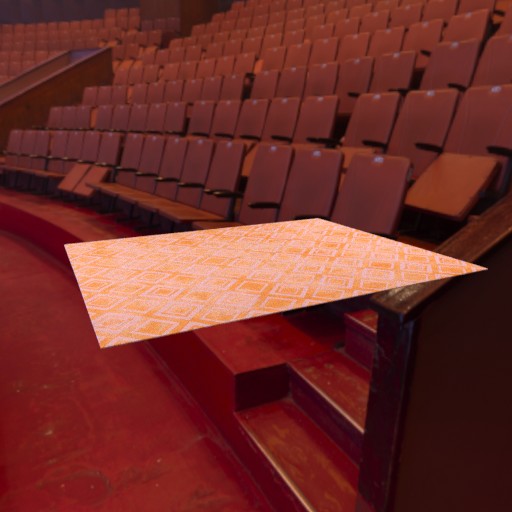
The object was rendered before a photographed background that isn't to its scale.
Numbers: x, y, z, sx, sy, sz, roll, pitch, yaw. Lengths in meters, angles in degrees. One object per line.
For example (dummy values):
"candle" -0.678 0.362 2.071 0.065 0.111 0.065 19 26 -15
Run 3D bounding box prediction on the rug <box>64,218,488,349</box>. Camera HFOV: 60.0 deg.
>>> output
"rug" 0.000 0.000 4.006 3.037 0.011 2.433 -8 18 -26
